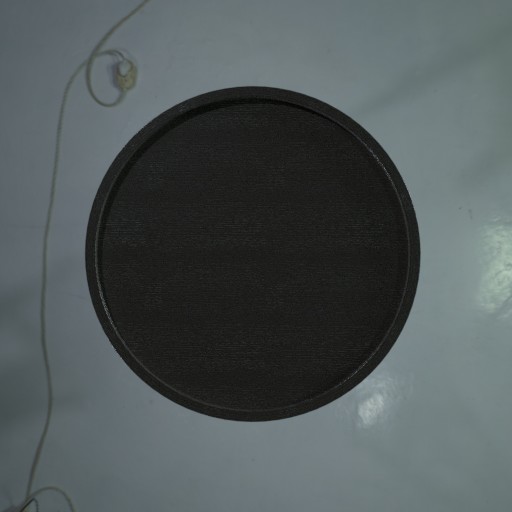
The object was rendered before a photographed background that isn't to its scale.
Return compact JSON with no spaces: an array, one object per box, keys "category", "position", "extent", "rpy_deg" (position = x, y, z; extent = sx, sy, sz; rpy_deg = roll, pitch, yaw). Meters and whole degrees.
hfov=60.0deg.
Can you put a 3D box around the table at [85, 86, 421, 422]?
[{"category":"table","position":[0.000,0.000,0.924],"extent":[0.500,0.531,0.500],"rpy_deg":[0,89,2]}]
